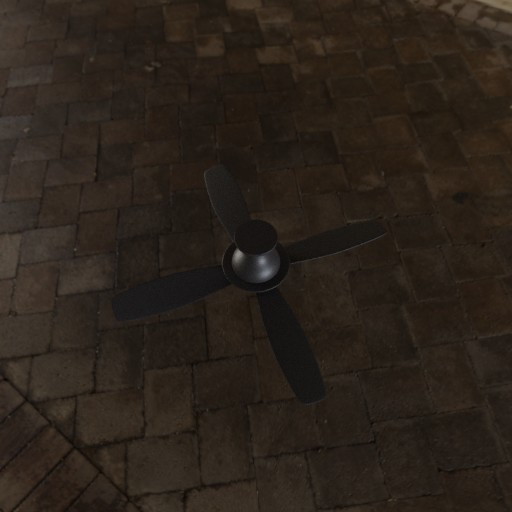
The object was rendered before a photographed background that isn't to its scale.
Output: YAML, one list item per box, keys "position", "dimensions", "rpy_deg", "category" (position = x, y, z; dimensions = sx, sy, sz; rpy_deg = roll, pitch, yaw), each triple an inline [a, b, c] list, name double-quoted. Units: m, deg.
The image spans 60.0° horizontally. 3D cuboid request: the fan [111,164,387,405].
- position: [0.000, 0.000, 2.533]
  dimensions: [1.694, 0.382, 1.694]
  rpy_deg: [-17, 59, -11]
  category: "fan"
